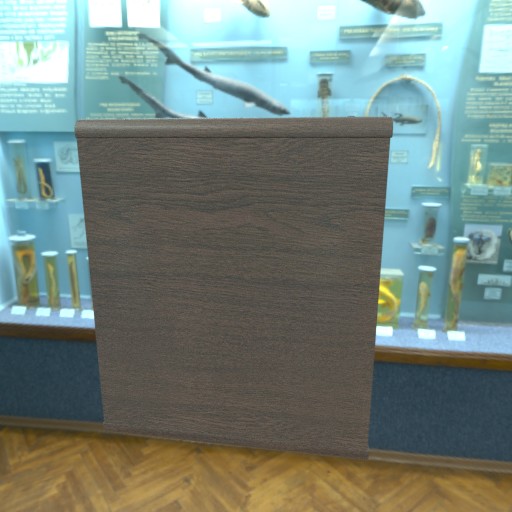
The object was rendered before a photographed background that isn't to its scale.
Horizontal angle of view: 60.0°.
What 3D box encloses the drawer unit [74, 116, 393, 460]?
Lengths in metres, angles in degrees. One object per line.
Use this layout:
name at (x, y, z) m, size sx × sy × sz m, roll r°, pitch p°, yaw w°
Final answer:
drawer unit at (0.000, 0.000, 0.598) m, size 0.290 × 0.344 × 0.344 m, roll 2°, pitch 15°, yaw 9°
